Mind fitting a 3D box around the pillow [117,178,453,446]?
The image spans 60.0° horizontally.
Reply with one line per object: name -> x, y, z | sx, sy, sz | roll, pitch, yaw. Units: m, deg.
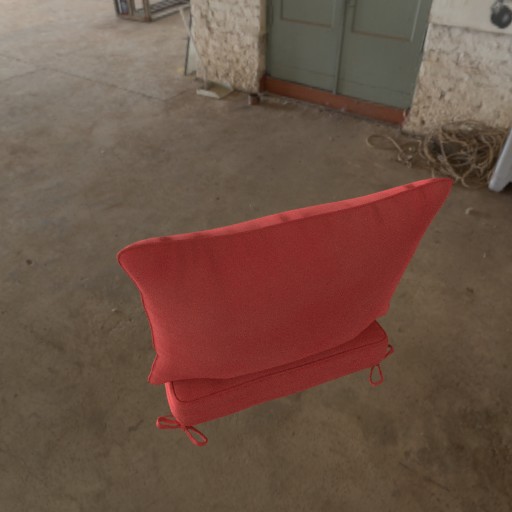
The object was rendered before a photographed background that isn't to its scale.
pillow -> 0.000, 0.000, 1.352 | 0.798, 0.725, 0.733 | -14, 43, -15
